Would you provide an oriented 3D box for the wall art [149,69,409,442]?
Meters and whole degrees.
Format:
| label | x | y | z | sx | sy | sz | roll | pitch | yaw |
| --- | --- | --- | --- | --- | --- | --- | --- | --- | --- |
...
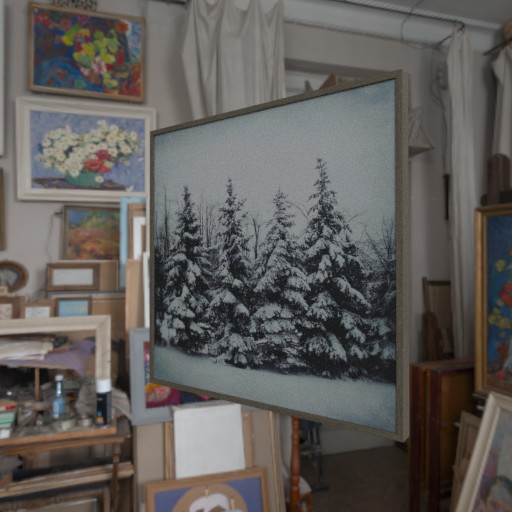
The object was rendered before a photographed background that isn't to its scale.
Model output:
| label | x | y | z | sx | sy | sz | roll | pitch | yaw |
| --- | --- | --- | --- | --- | --- | --- | --- | --- | --- |
| wall art | 0.000 | 0.000 | 1.134 | 0.758 | 0.758 | 0.039 | 0 | -1 | 35 |
